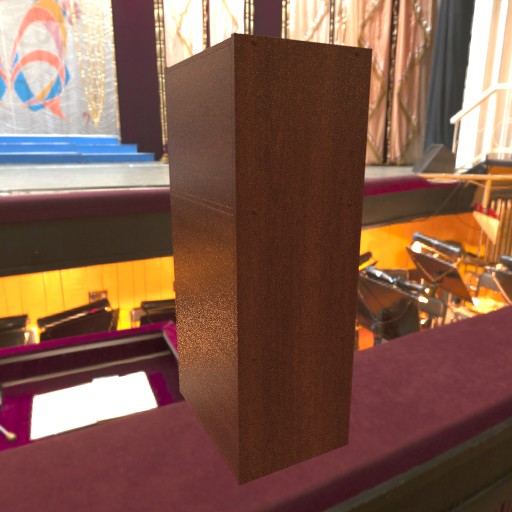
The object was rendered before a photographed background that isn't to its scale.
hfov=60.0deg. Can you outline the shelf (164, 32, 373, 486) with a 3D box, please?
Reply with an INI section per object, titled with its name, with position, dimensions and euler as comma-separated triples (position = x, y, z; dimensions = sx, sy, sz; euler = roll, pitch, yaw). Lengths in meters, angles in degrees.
[shelf]
position = 0.000, 0.000, 1.070
dimensions = 0.290, 0.879, 0.414
euler = -7, 16, -26
